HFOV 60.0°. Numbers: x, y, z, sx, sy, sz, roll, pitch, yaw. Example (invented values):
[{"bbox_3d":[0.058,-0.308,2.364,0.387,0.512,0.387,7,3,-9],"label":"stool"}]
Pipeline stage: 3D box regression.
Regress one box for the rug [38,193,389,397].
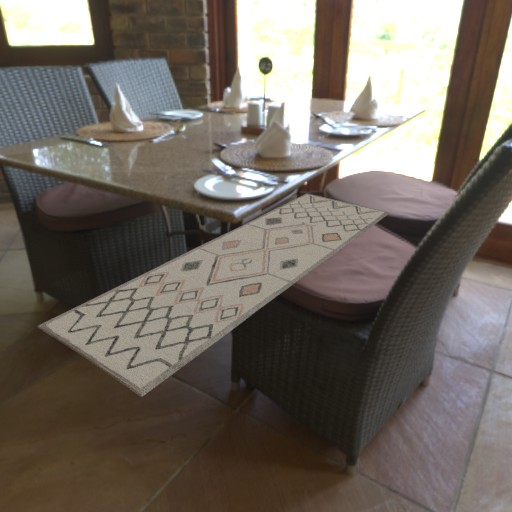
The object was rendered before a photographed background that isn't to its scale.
[{"bbox_3d":[0.000,0.000,2.759,0.750,0.011,2.435,19,32,33],"label":"rug"}]
